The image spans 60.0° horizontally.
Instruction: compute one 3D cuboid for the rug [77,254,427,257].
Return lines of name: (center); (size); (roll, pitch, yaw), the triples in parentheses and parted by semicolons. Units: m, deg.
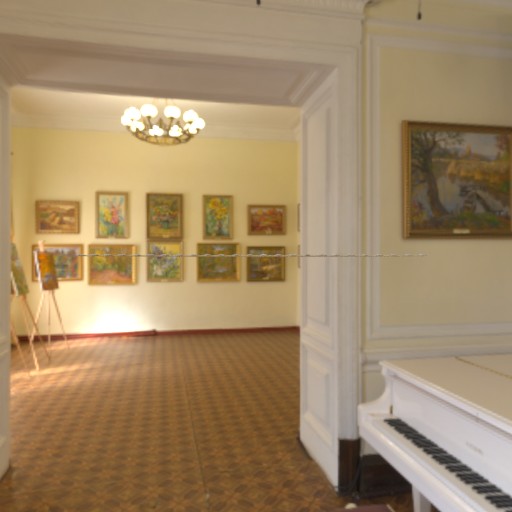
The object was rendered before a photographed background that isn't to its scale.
rug: (0.000, 0.000, 2.569); (1.222, 0.009, 2.084); (0, 0, 1)
